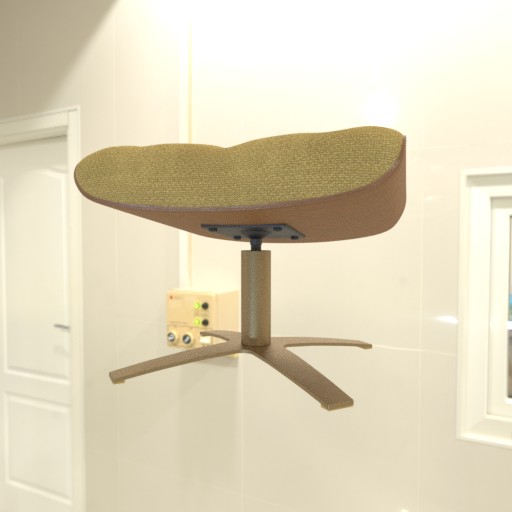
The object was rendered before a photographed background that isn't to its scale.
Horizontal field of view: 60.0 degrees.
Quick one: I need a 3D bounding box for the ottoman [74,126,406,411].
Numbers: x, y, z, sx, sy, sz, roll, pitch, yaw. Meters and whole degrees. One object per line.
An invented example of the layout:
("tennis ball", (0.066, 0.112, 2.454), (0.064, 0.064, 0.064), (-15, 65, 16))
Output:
("ottoman", (0.000, 0.000, 0.814), (0.520, 0.391, 0.394), (1, 2, 19))
